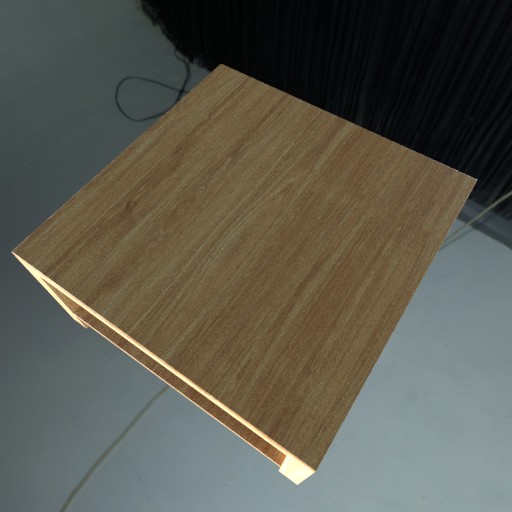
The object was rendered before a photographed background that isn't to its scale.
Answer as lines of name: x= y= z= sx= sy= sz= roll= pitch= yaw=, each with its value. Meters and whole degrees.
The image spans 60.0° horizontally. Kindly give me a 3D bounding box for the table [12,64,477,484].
table: x=0.000 y=0.000 z=1.386 sx=0.900 sy=0.450 sz=0.900 roll=30 pitch=64 yaw=16
